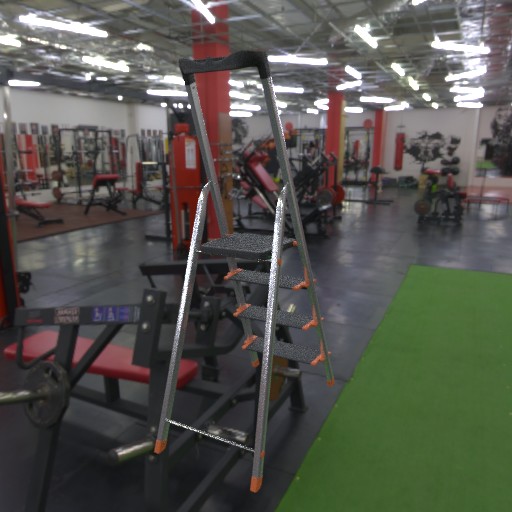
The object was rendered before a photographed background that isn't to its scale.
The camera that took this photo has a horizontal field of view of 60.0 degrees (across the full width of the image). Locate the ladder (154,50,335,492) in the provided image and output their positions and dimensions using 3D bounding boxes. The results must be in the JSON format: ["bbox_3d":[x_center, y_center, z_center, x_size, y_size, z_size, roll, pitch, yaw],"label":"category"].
[{"bbox_3d":[0.000,0.000,1.798,0.452,1.429,0.834,7,15,27],"label":"ladder"}]
